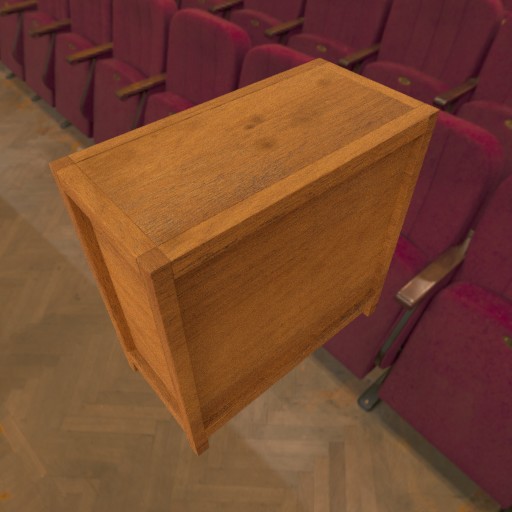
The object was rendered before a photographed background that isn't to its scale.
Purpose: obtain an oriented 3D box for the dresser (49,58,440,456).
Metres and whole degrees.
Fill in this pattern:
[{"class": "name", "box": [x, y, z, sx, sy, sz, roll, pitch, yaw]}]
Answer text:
[{"class": "dresser", "box": [0.000, 0.000, 1.282, 0.804, 0.804, 0.427, -32, 54, -27]}]
